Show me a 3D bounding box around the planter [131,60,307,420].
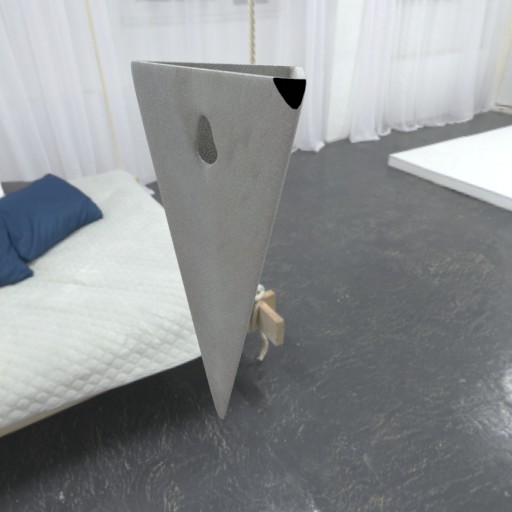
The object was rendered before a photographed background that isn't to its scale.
[{"bbox_3d":[0.000,0.000,0.159,0.058,0.130,0.047,21,36,32],"label":"planter"}]
